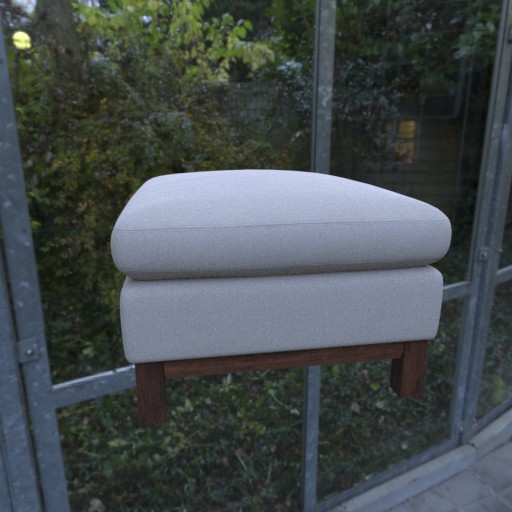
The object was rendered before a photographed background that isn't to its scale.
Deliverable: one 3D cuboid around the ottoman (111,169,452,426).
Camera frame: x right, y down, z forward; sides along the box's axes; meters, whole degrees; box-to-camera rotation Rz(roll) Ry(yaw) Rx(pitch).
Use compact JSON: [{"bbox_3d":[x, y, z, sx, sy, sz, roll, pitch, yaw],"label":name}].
[{"bbox_3d":[0.000,0.000,1.121,0.606,0.420,0.771,-3,15,-10],"label":"ottoman"}]
